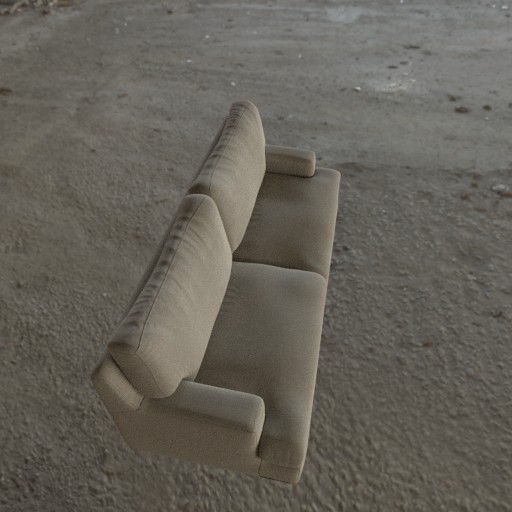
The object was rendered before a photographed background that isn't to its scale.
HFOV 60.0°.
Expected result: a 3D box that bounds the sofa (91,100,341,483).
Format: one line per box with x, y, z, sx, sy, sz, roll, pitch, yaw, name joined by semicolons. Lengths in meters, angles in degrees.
0.000;0.000;2.818;0.962;0.980;2.354;9;46;8;sofa
